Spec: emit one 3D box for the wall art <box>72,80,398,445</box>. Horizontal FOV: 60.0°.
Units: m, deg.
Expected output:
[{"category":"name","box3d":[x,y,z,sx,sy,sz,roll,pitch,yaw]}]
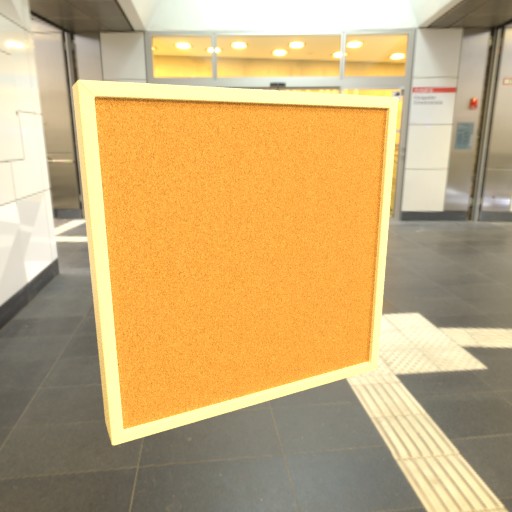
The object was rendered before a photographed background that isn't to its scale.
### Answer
[{"category":"wall art","box3d":[0.000,0.000,0.437,0.305,0.305,0.038,-7,16,-26]}]
